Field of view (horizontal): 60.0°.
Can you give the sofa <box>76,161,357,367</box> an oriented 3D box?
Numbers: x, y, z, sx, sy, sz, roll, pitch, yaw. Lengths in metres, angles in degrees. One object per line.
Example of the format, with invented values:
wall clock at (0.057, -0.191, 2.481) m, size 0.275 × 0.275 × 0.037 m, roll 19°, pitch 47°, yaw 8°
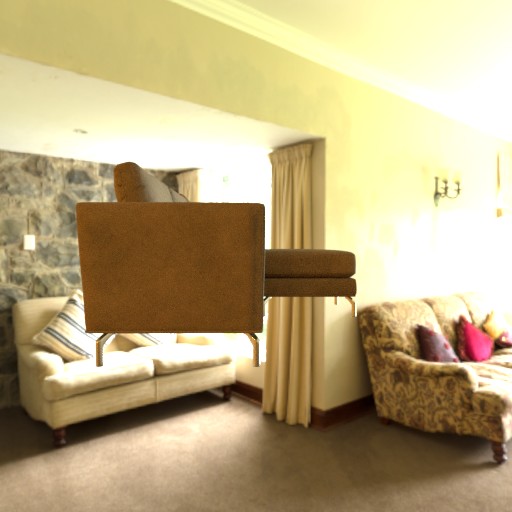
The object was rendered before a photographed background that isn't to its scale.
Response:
sofa at (0.000, 0.000, 3.188) m, size 1.622 × 0.987 × 2.438 m, roll 0°, pitch 1°, yaw 0°
